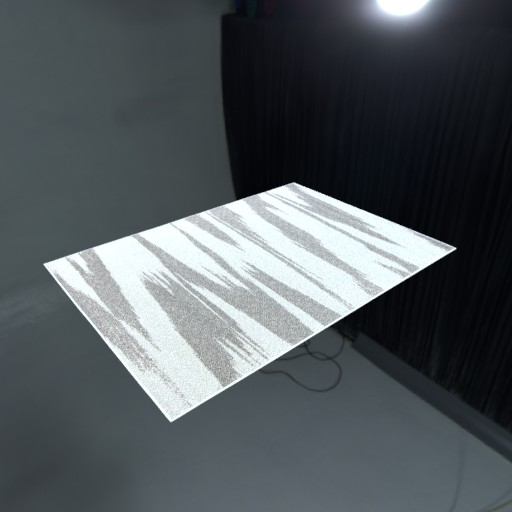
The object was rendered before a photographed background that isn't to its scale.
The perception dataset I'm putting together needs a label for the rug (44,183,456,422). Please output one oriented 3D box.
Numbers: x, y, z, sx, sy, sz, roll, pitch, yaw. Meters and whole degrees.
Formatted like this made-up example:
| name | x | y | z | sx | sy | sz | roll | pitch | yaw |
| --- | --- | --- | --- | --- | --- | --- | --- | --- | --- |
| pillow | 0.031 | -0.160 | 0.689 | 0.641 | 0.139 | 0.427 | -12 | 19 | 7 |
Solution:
| name | x | y | z | sx | sy | sz | roll | pitch | yaw |
| --- | --- | --- | --- | --- | --- | --- | --- | --- | --- |
| rug | 0.000 | 0.000 | 2.812 | 2.142 | 0.010 | 1.533 | -23 | 37 | -34 |
